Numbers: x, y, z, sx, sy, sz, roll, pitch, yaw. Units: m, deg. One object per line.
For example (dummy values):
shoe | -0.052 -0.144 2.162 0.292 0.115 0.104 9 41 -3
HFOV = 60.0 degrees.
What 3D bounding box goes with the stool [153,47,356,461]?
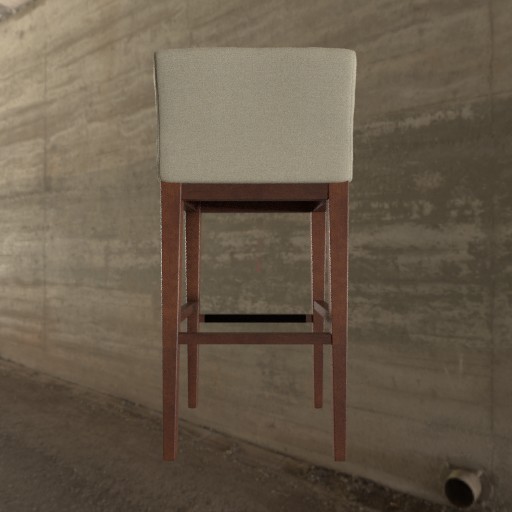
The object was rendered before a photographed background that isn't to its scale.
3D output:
stool | 0.000 0.000 1.314 0.511 1.037 0.500 0 0 0
